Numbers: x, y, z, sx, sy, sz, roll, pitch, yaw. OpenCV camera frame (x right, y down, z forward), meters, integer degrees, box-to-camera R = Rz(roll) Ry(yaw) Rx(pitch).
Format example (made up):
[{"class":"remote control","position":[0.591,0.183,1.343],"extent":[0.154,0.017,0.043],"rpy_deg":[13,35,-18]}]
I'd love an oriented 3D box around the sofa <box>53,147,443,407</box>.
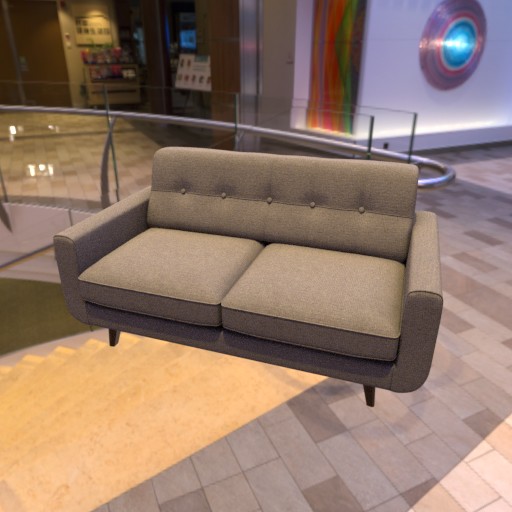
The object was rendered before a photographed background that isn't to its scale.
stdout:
[{"class":"sofa","position":[0.000,0.000,2.148],"extent":[1.631,0.841,0.909],"rpy_deg":[8,26,17]}]
